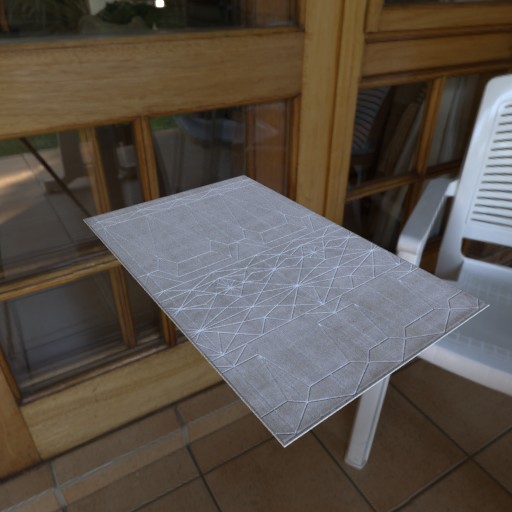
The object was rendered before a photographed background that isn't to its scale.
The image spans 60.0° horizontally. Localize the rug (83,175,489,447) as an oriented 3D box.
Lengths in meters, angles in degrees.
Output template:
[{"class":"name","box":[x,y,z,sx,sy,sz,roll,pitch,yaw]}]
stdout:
[{"class":"rug","box":[0.000,0.000,2.985,1.524,0.012,2.438,-22,38,-30]}]
